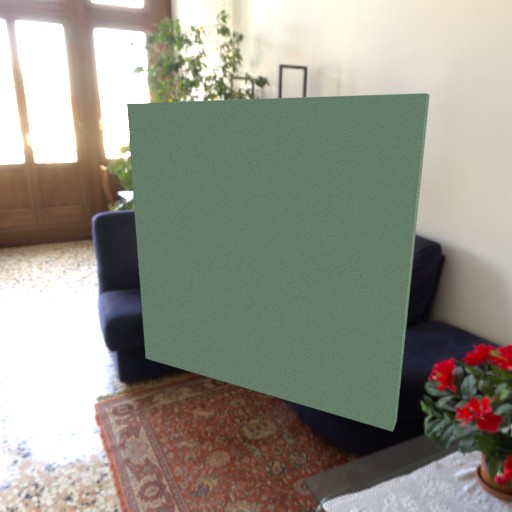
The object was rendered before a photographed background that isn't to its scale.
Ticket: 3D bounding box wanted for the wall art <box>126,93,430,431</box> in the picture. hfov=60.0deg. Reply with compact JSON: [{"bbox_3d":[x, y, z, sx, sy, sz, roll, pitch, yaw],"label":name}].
[{"bbox_3d":[0.000,0.000,0.904,0.603,0.603,0.036,8,18,26],"label":"wall art"}]
